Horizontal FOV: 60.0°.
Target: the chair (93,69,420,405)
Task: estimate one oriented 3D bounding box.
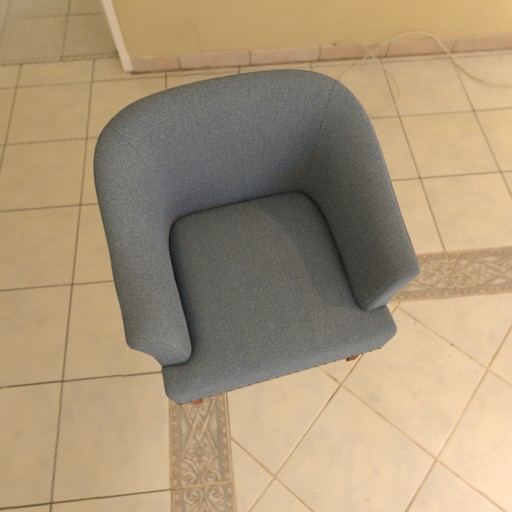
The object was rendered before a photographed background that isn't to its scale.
[{"bbox_3d":[0.000,0.000,1.401,0.798,0.815,0.704,-14,64,-7],"label":"chair"}]
